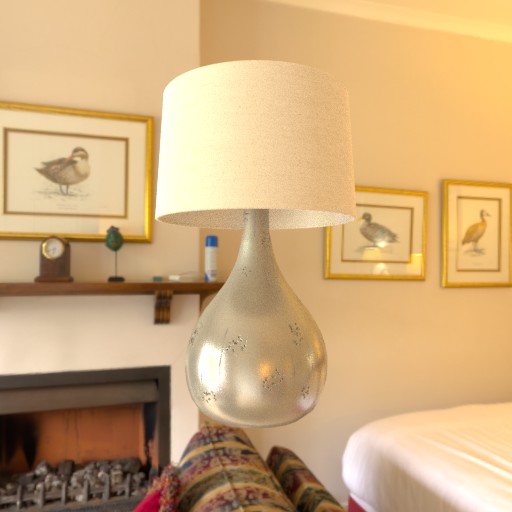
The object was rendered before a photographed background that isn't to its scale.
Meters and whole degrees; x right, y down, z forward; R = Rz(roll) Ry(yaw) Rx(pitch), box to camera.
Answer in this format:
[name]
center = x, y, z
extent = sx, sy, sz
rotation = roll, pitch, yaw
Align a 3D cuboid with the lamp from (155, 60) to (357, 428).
[lamp]
center = 0.000, 0.000, 0.743
extent = 0.330, 0.521, 0.330
rotation = 0, -1, 0
